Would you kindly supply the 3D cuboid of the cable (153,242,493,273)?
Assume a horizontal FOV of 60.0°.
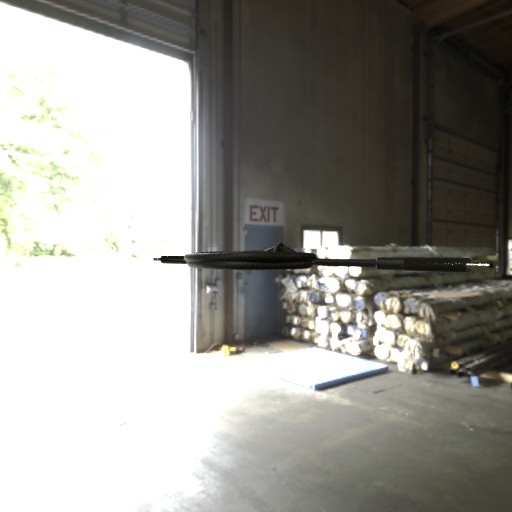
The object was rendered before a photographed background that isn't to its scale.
[{"bbox_3d":[0.000,0.000,0.222,0.203,0.014,0.070,1,1,35],"label":"cable"}]
